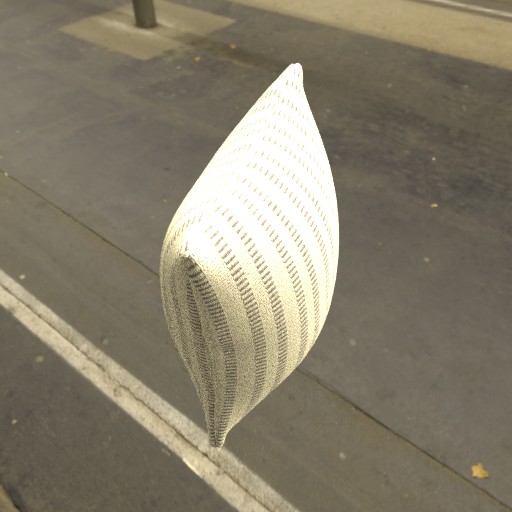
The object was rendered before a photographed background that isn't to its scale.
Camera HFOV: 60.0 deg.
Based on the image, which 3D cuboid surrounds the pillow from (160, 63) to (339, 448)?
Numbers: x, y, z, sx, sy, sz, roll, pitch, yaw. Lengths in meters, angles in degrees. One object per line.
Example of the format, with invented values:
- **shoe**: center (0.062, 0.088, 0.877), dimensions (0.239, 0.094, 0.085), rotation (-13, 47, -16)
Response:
- **pillow**: center (0.000, 0.000, 0.673), dimensions (0.247, 0.419, 0.438), rotation (12, 47, 11)
